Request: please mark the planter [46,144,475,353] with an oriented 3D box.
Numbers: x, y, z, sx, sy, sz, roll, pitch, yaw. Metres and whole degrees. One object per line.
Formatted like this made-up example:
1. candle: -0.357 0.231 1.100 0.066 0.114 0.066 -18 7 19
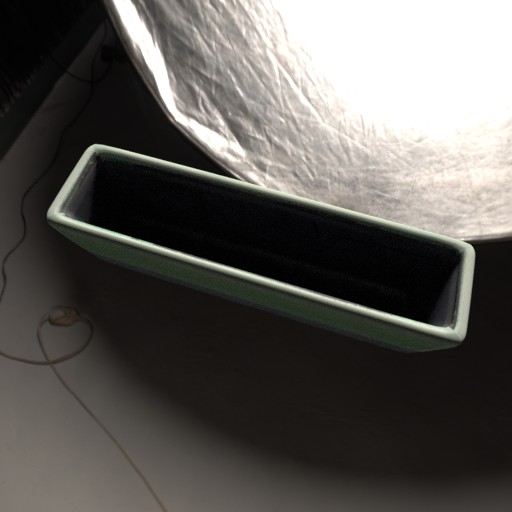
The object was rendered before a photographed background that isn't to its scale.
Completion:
1. planter: 0.000 0.000 0.318 0.275 0.072 0.072 16 65 8
